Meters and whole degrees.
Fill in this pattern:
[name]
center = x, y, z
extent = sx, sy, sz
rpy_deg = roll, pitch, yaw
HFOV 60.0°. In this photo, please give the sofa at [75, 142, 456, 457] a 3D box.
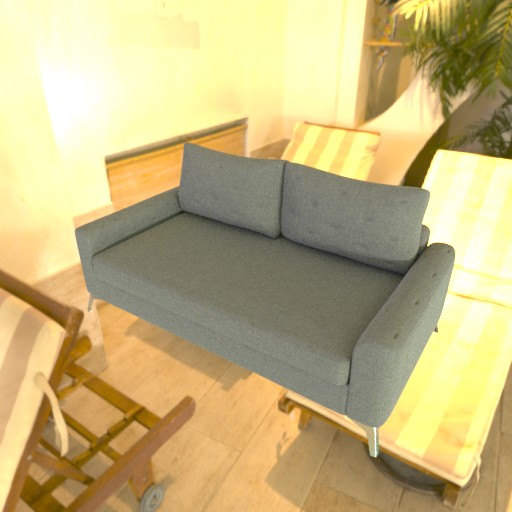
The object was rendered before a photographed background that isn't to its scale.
[sofa]
center = 0.000, 0.000, 2.141
extent = 1.650, 0.790, 0.920
rpy_deg = 18, 33, 29
